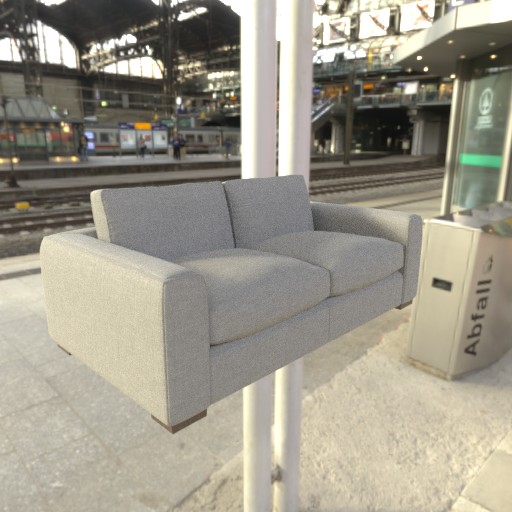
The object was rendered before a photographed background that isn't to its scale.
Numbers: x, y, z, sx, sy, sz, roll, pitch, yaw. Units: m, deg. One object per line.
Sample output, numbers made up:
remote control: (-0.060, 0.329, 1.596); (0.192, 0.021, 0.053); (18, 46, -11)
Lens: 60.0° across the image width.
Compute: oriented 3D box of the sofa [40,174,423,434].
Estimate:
sofa: (0.000, 0.000, 2.446); (1.069, 0.800, 1.920); (14, 20, 43)
